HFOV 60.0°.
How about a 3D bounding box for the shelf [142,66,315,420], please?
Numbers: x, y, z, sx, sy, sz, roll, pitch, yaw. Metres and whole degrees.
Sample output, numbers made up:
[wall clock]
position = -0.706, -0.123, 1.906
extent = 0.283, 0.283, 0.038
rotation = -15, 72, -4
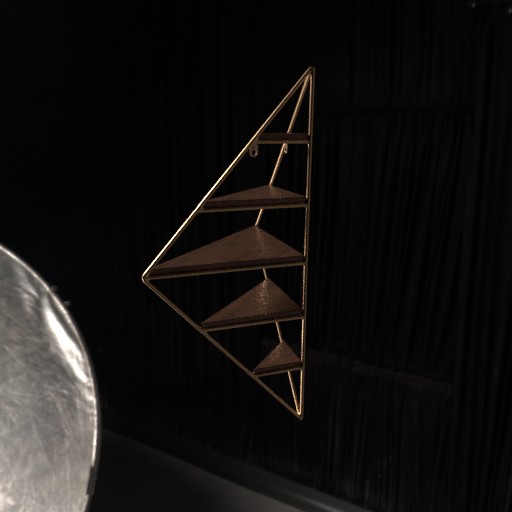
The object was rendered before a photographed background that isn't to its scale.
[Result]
[shelf]
position = 0.000, 0.000, 1.173
extent = 0.294, 0.913, 0.564
rotation = 8, 18, 26
